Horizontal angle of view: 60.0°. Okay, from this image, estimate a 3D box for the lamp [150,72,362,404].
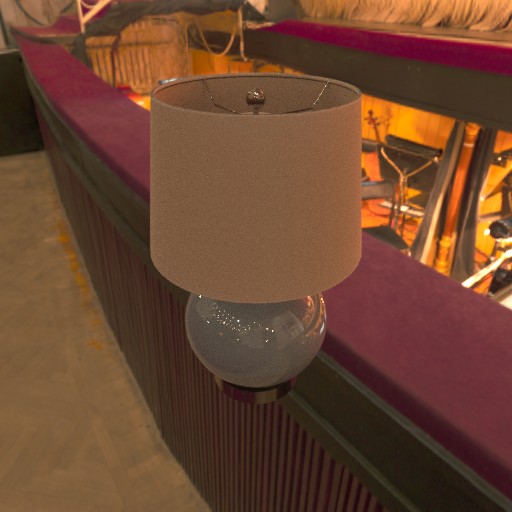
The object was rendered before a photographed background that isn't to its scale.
[{"bbox_3d":[0.000,0.000,0.539,0.247,0.387,0.247,0,31,0],"label":"lamp"}]
